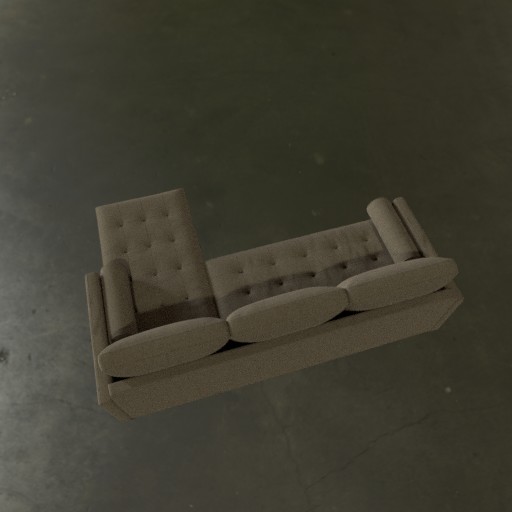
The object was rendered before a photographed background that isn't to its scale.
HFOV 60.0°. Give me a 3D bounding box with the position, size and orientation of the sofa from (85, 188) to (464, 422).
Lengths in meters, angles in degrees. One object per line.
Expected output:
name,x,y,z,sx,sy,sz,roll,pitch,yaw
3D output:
sofa,0.000,0.000,3.001,2.178,0.875,1.506,-14,59,-9
